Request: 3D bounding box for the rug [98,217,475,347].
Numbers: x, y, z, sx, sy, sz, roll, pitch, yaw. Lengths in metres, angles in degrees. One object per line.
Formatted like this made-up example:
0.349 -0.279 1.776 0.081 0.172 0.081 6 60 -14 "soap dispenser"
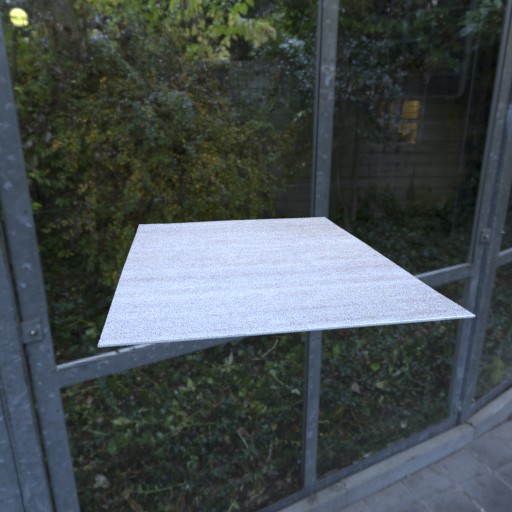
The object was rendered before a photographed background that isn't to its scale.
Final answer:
0.000 0.000 4.323 2.467 0.046 3.245 -3 17 -9 "rug"
